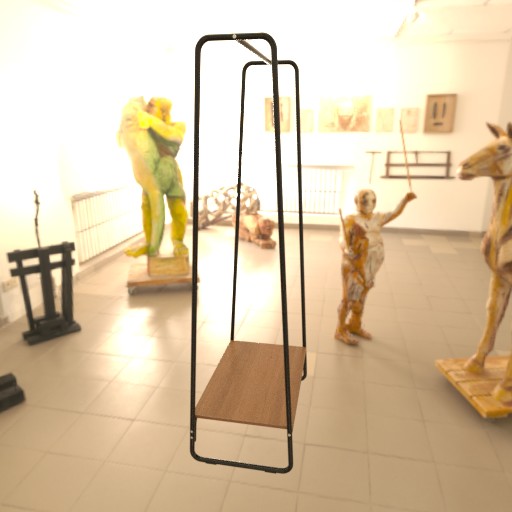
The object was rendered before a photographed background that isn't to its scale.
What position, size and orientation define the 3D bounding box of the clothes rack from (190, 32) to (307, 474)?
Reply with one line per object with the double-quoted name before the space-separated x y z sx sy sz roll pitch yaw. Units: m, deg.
"clothes rack" 0.000 0.000 1.758 0.400 1.500 0.640 3 18 10
